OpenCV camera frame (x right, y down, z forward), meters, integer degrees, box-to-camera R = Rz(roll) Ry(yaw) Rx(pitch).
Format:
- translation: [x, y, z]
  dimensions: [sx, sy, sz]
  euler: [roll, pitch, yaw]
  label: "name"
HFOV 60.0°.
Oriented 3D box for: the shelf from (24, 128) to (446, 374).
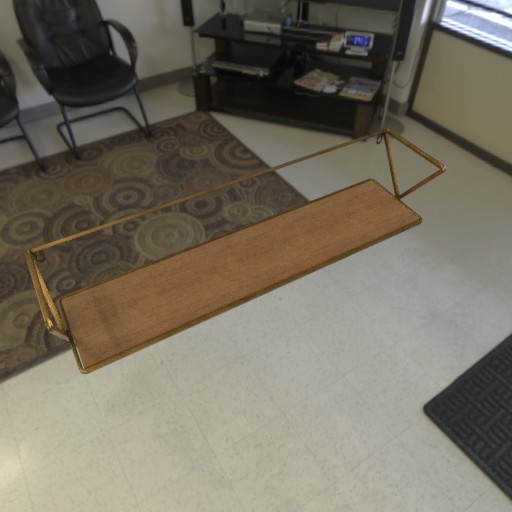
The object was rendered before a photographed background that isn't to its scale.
- translation: [0.000, 0.000, 0.752]
  dimensions: [0.645, 0.229, 0.150]
  euler: [-22, 50, -20]
  label: "shelf"
